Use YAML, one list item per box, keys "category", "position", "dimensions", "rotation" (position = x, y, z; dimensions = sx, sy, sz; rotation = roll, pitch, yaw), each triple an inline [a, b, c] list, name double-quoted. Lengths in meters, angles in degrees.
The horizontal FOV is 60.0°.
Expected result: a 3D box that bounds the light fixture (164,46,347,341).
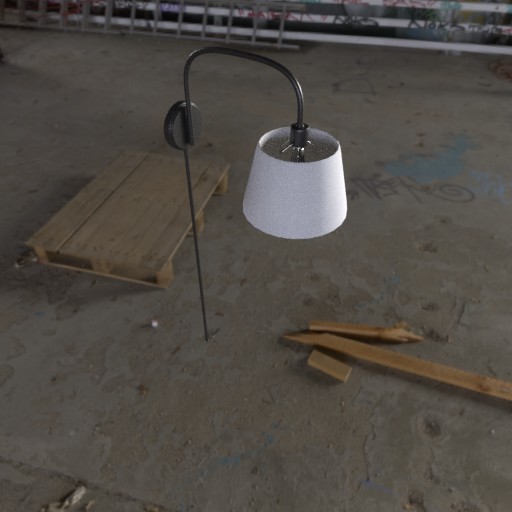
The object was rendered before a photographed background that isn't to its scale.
- category: "light fixture"
  position: [0.000, 0.000, 0.463]
  dimensions: [0.176, 0.399, 0.092]
  rotation: [25, 46, 26]
